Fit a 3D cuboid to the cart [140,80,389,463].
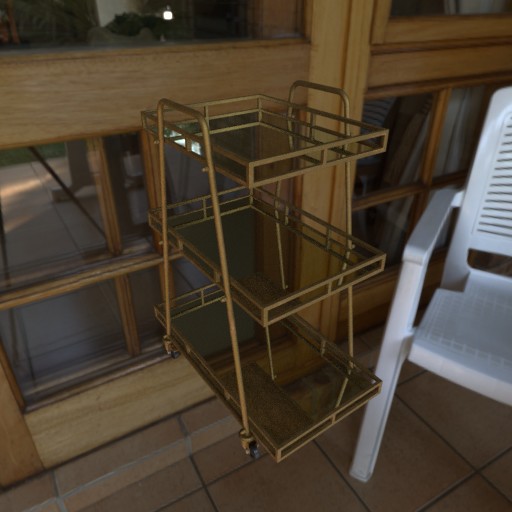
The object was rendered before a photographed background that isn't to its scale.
[{"bbox_3d":[0.000,0.000,1.258,0.441,0.883,0.711,-20,37,-30],"label":"cart"}]
